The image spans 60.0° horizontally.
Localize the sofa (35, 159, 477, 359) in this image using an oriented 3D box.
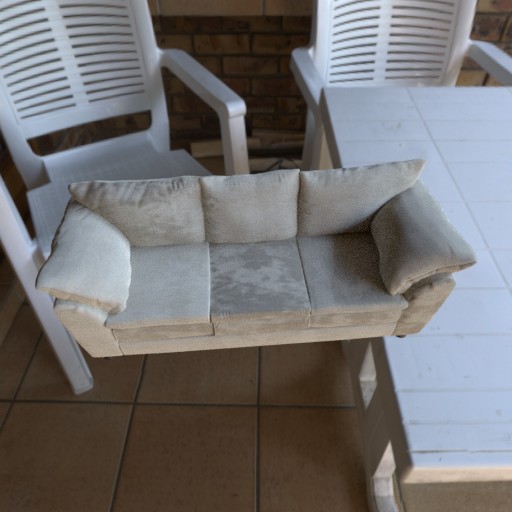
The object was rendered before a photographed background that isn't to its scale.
[{"bbox_3d":[0.000,0.000,2.826,2.377,0.981,0.893,-3,45,-3],"label":"sofa"}]
